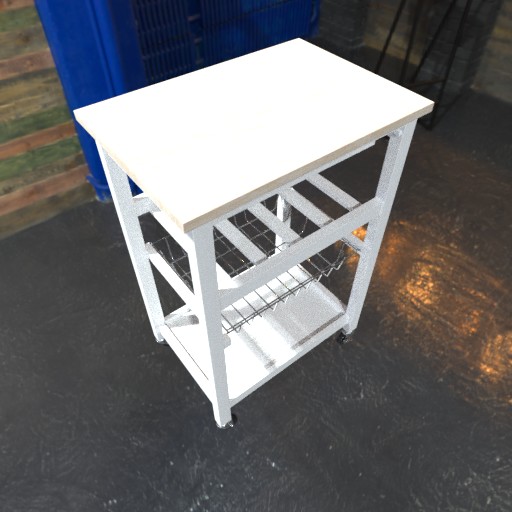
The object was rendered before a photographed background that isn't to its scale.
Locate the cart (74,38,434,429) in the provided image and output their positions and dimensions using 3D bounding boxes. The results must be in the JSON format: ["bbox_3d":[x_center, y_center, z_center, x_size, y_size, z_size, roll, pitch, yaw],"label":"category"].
[{"bbox_3d":[0.000,0.000,1.178,0.578,0.857,0.406,-29,54,-25],"label":"cart"}]
